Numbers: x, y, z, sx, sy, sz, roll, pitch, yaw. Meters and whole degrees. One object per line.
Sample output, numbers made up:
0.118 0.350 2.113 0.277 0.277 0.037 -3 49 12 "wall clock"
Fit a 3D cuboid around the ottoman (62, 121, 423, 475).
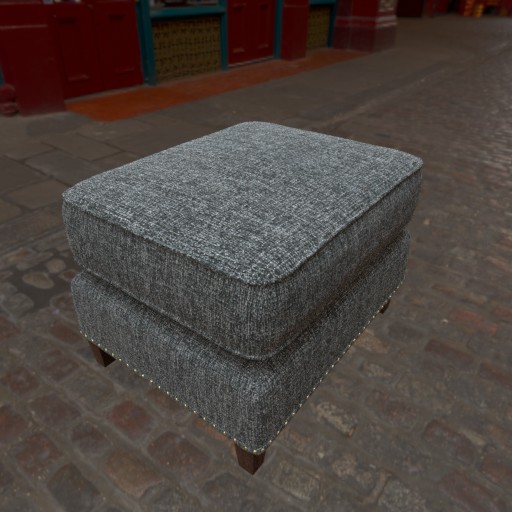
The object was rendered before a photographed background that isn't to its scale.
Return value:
0.000 0.000 1.137 0.589 0.537 0.738 22 39 31 "ottoman"
